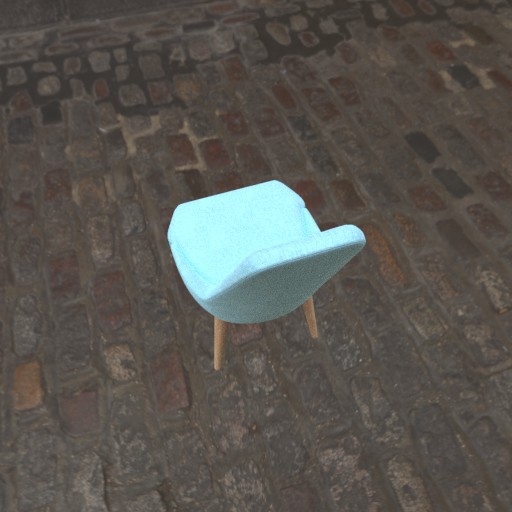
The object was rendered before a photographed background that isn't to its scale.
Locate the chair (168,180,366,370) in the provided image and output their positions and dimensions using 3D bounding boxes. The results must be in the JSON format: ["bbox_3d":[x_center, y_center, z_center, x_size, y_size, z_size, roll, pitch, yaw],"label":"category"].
[{"bbox_3d":[0.000,0.000,1.425,0.510,1.040,0.660,-16,60,-10],"label":"chair"}]
